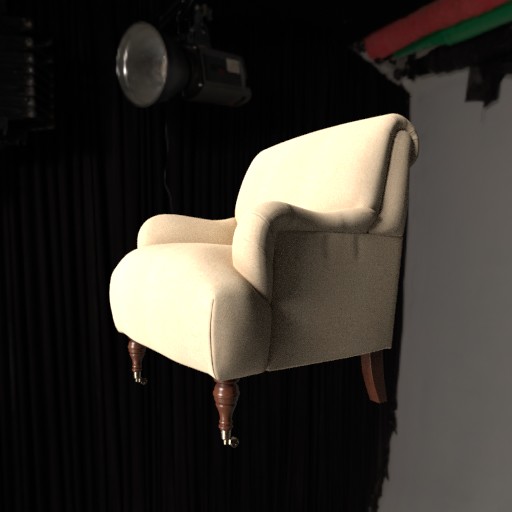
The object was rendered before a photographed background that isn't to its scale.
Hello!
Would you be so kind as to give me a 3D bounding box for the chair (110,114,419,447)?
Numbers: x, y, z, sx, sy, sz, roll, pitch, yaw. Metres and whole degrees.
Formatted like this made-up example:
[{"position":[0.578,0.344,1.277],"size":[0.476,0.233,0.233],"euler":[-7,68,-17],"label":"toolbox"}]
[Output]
[{"position":[0.000,0.000,1.529],"size":[0.842,0.944,0.766],"euler":[-1,2,-36],"label":"chair"}]
